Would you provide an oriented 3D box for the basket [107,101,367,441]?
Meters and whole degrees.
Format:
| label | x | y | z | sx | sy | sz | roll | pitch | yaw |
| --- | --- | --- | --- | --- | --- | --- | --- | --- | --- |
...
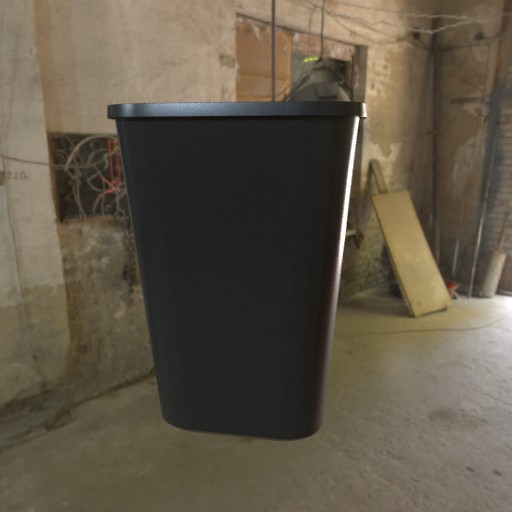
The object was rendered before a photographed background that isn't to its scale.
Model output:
| label | x | y | z | sx | sy | sz | roll | pitch | yaw |
| --- | --- | --- | --- | --- | --- | --- | --- | --- | --- |
| basket | 0.000 | 0.000 | 0.501 | 0.211 | 0.307 | 0.300 | 2 | 15 | 9 |
